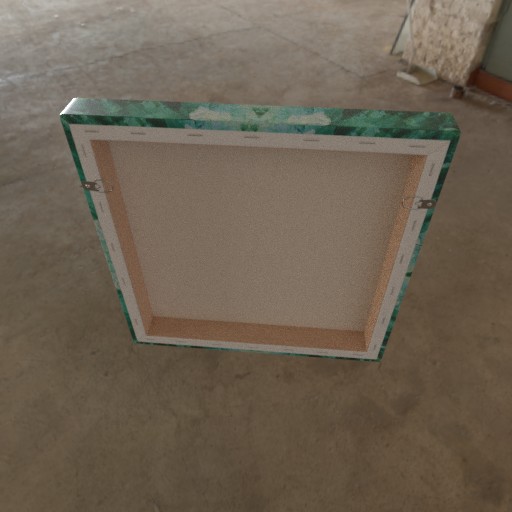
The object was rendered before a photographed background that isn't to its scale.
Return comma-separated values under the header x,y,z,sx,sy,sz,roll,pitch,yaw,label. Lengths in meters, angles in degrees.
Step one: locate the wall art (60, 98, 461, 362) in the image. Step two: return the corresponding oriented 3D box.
x,y,z,sx,sy,sz,roll,pitch,yaw,label
0.000,0.000,0.461,0.313,0.313,0.033,4,44,4,wall art
